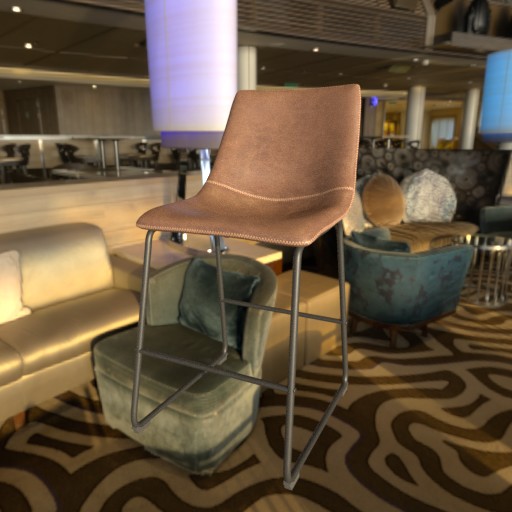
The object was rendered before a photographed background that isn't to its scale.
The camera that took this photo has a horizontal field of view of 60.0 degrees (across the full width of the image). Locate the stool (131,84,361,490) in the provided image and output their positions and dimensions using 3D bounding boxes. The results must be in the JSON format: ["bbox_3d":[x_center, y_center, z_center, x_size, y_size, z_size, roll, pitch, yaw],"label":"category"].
[{"bbox_3d":[0.000,0.000,1.180,0.460,0.890,0.550,7,17,26],"label":"stool"}]
